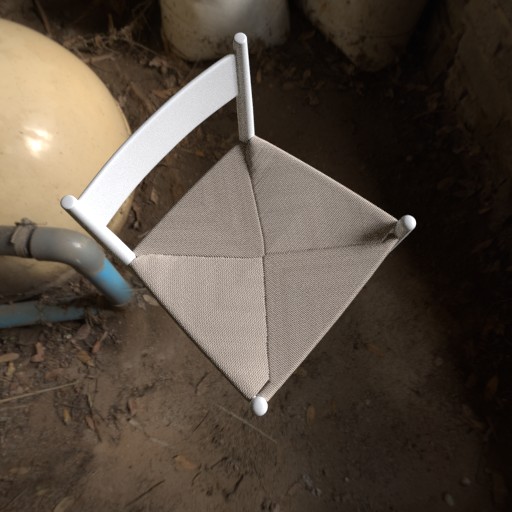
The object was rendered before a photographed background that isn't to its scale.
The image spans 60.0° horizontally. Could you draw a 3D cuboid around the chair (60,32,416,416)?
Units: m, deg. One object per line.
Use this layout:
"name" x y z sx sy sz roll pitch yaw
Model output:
"chair" 0.000 0.000 1.088 0.495 0.762 0.556 40 78 10
